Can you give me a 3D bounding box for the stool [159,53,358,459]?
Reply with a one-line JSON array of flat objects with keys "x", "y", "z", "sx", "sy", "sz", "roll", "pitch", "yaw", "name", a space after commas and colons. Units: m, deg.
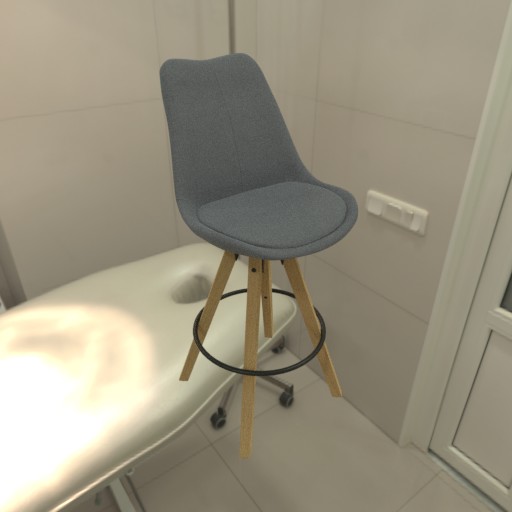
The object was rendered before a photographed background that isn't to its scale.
[{"x": 0.000, "y": 0.000, "z": 1.400, "sx": 0.485, "sy": 1.115, "sz": 0.550, "roll": -21, "pitch": 37, "yaw": -31, "name": "stool"}]
